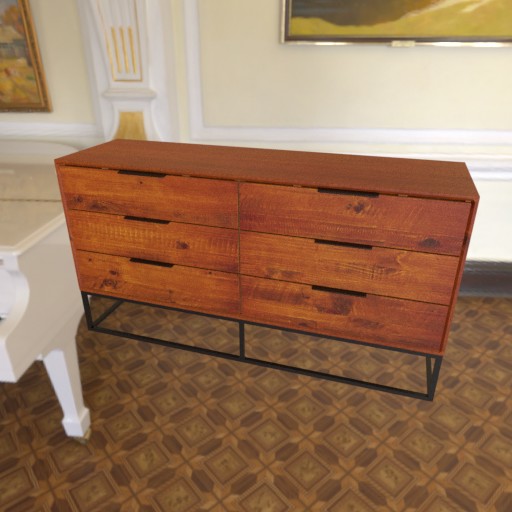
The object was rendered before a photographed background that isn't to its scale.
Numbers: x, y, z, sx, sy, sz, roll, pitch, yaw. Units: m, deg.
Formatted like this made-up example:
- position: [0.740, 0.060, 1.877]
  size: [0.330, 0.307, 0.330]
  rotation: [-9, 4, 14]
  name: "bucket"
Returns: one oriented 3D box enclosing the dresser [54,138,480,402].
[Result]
- position: [0.000, 0.000, 1.886]
  size: [1.536, 0.810, 0.464]
  rotation: [8, 27, 16]
  name: "dresser"
